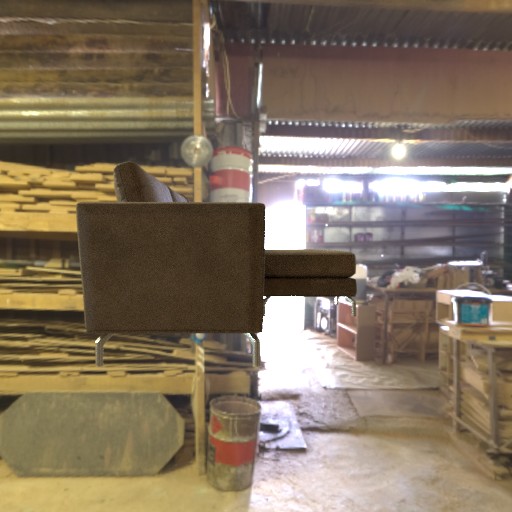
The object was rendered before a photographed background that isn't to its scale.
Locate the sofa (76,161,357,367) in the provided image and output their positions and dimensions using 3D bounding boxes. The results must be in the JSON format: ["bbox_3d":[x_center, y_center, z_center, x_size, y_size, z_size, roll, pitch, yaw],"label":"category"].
[{"bbox_3d":[0.000,0.000,3.188,1.622,0.987,2.438,0,1,0],"label":"sofa"}]
